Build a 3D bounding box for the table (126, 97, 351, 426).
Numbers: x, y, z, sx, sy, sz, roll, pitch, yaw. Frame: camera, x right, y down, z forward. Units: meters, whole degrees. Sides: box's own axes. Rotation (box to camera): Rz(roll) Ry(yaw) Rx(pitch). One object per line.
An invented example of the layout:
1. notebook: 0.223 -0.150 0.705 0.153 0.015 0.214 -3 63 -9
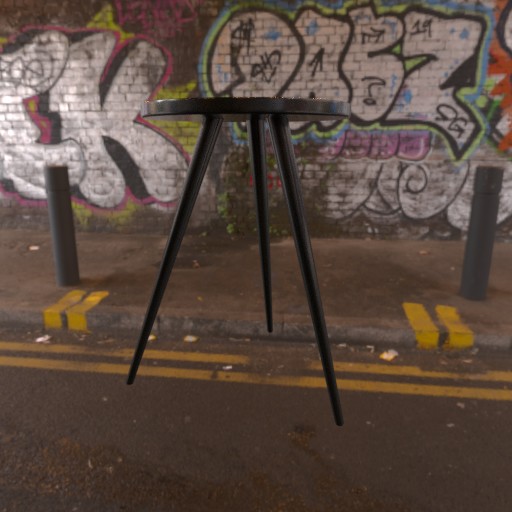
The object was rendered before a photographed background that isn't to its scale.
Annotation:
1. table: 0.000 0.000 0.850 0.403 0.548 0.415 -13 20 -41
